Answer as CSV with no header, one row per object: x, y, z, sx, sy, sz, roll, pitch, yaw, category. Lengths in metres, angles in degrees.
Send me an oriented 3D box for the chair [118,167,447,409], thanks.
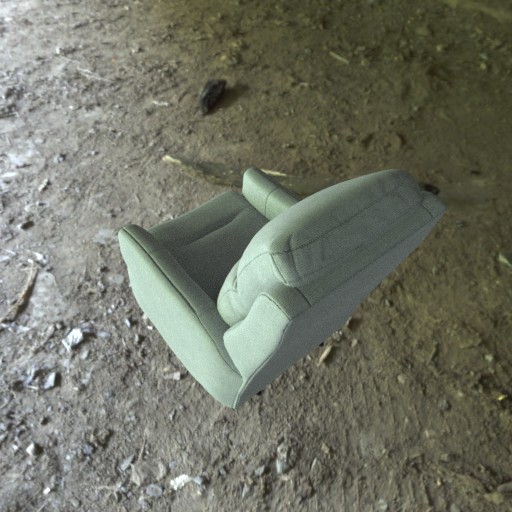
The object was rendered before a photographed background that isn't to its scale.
0.000,0.000,1.800,0.829,1.030,1.080,-30,52,-27,chair
